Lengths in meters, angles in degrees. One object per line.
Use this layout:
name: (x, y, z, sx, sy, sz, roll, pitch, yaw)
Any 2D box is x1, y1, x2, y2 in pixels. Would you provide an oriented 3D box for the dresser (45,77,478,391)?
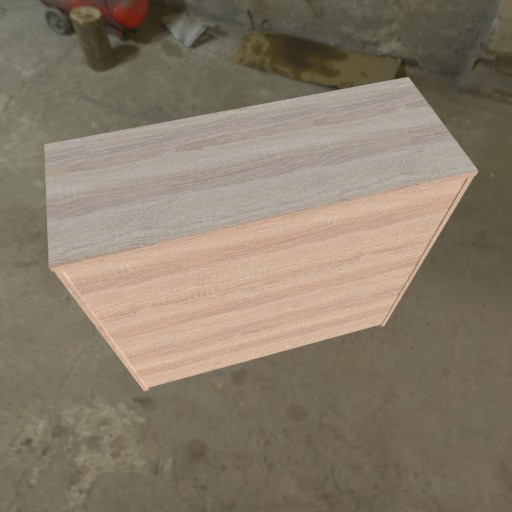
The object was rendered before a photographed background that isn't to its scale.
dresser: (0.000, 0.000, 1.448, 0.980, 0.900, 0.380, -13, 58, -8)
